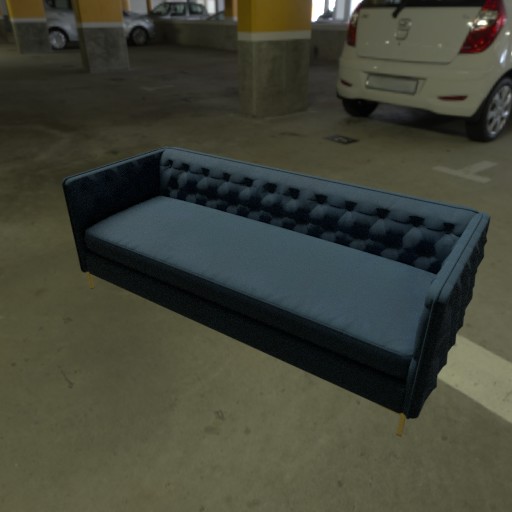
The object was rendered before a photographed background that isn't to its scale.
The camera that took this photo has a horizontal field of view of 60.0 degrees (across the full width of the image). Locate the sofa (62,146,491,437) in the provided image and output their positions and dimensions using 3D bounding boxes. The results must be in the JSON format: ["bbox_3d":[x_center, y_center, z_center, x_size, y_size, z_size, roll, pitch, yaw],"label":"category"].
[{"bbox_3d":[0.000,0.000,2.532,2.209,0.771,0.895,18,34,29],"label":"sofa"}]
